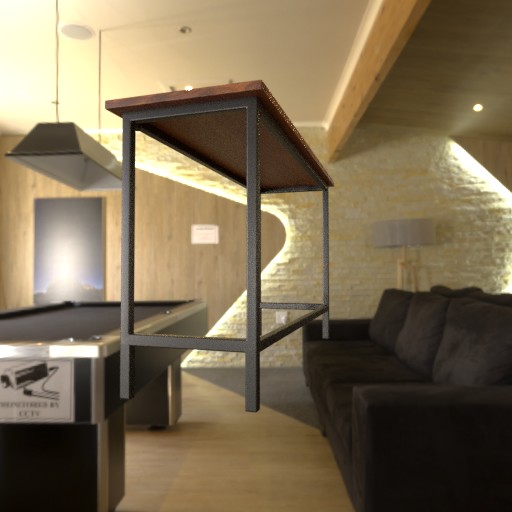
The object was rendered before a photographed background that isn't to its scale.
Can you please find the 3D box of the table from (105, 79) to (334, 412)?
[{"bbox_3d":[0.000,0.000,1.599,0.408,0.740,1.204,-1,-2,18],"label":"table"}]
